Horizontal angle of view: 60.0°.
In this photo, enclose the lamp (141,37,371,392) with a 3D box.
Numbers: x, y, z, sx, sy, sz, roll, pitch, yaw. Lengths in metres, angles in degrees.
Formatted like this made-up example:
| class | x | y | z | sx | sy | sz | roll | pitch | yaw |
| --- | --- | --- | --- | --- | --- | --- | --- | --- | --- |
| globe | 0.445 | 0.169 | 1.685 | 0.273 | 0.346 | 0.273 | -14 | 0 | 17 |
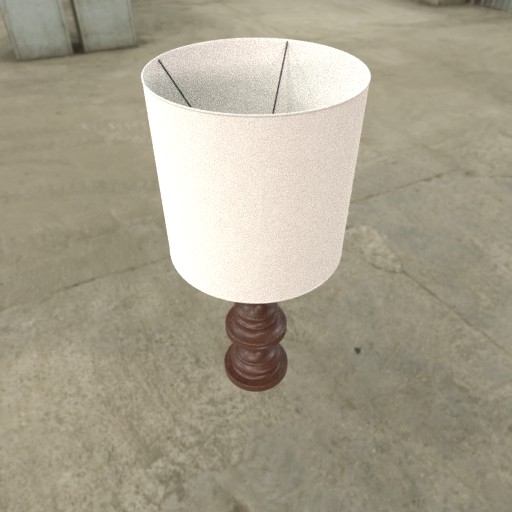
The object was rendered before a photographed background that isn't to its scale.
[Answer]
| class | x | y | z | sx | sy | sz | roll | pitch | yaw |
| --- | --- | --- | --- | --- | --- | --- | --- | --- | --- |
| lamp | 0.000 | 0.000 | 0.558 | 0.208 | 0.455 | 0.208 | 0 | 41 | 0 |
